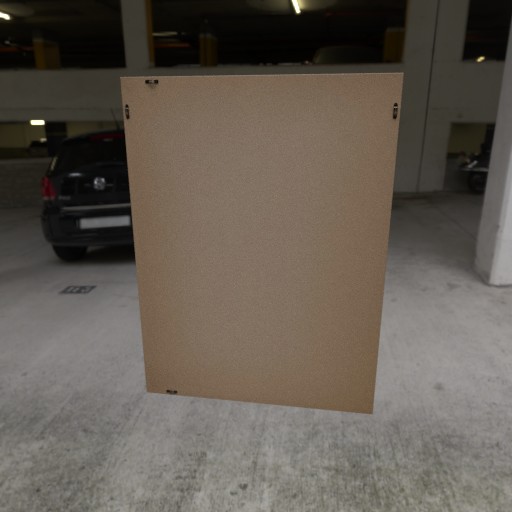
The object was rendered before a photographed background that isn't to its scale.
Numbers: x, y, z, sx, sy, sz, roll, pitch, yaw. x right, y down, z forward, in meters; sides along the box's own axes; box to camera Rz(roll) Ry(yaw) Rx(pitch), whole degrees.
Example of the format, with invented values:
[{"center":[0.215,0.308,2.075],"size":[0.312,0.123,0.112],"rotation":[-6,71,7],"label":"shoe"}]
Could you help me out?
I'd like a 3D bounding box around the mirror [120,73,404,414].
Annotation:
[{"center":[0.000,0.000,1.343],"size":[0.762,1.016,0.041],"rotation":[3,17,9],"label":"mirror"}]
